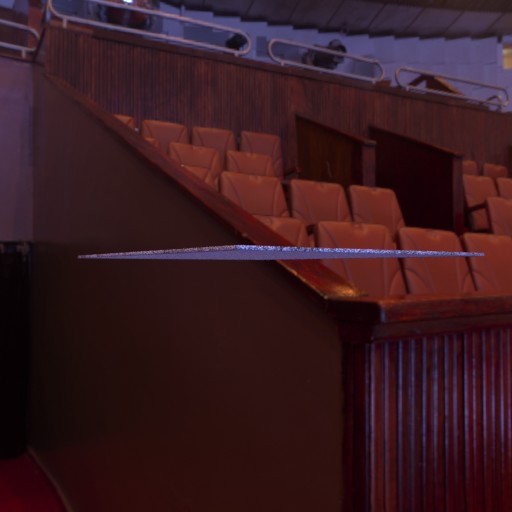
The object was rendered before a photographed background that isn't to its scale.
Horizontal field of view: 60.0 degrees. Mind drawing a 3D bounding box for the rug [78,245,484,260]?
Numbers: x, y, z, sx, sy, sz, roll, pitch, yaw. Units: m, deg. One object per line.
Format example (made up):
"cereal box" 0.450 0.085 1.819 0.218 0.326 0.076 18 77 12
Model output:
"rug" 0.000 0.000 4.088 2.401 0.025 3.000 1 -1 -36
